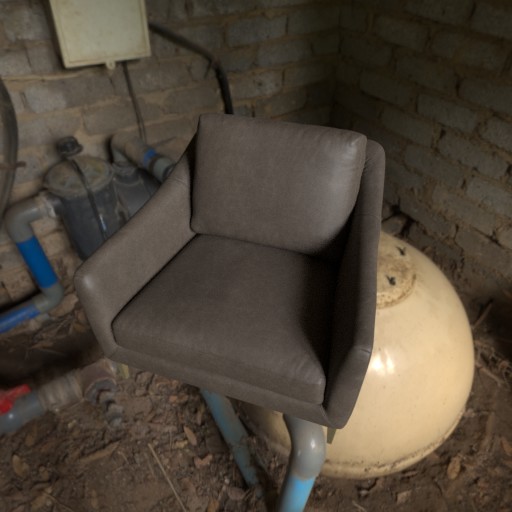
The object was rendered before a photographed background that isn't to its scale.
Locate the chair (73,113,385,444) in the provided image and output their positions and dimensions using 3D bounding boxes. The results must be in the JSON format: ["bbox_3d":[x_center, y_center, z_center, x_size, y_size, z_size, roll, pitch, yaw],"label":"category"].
[{"bbox_3d":[0.000,0.000,1.764,0.988,0.901,0.961,12,42,14],"label":"chair"}]
